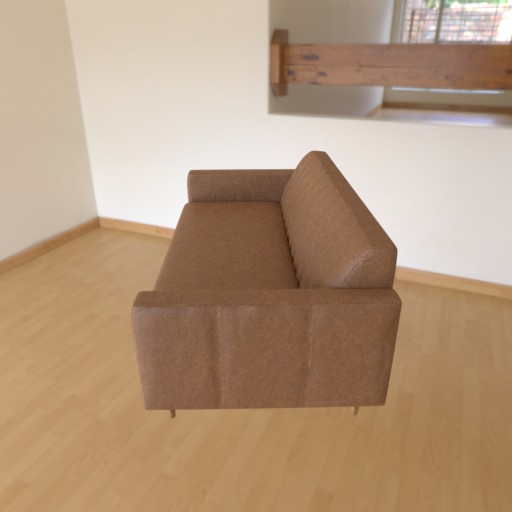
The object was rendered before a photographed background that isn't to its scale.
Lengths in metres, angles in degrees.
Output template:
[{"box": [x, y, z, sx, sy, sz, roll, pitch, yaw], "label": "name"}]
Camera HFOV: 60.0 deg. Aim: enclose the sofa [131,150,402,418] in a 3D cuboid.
[{"box": [0.000, 0.000, 2.455, 0.993, 0.821, 1.847, -1, 26, -1], "label": "sofa"}]
